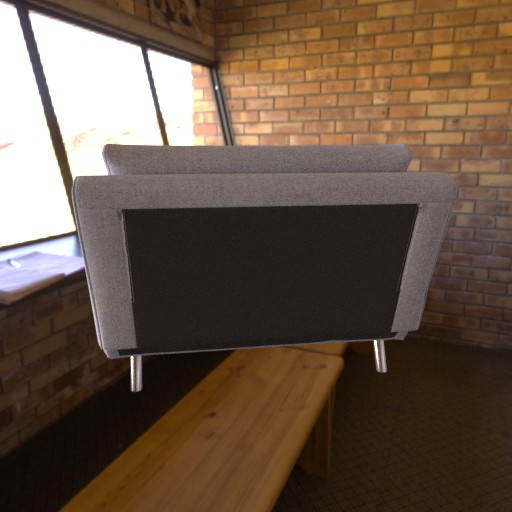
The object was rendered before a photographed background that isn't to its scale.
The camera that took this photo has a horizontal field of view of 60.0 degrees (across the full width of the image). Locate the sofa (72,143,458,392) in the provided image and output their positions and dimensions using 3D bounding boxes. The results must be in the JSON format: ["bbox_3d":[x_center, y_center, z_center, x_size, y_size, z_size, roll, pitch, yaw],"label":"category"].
[{"bbox_3d":[0.000,0.000,1.865,1.220,0.910,0.910,-2,14,-8],"label":"sofa"}]
